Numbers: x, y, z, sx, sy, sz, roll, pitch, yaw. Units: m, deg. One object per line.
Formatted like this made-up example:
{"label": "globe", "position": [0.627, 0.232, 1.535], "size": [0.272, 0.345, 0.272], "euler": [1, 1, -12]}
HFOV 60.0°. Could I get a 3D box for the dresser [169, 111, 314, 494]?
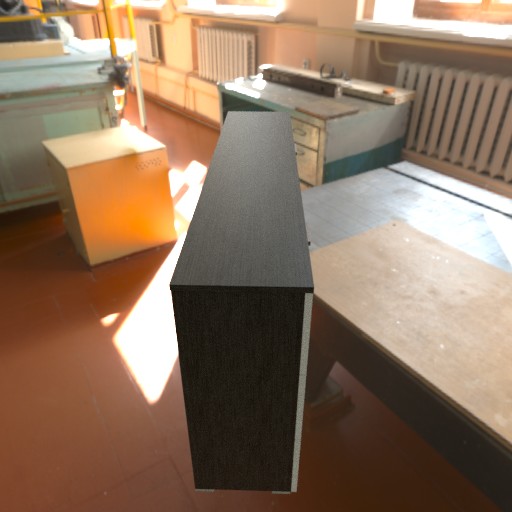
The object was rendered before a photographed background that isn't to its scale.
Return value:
{"label": "dresser", "position": [0.000, 0.000, 1.822], "size": [0.333, 0.790, 1.535], "euler": [1, 32, 1]}
